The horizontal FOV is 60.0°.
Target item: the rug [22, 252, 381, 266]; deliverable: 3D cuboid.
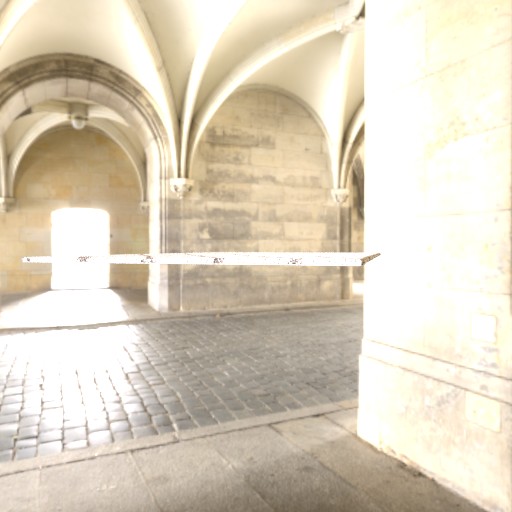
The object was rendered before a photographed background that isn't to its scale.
[{"bbox_3d":[0.000,0.000,3.401,1.778,0.030,2.743,0,1,17],"label":"rug"}]
